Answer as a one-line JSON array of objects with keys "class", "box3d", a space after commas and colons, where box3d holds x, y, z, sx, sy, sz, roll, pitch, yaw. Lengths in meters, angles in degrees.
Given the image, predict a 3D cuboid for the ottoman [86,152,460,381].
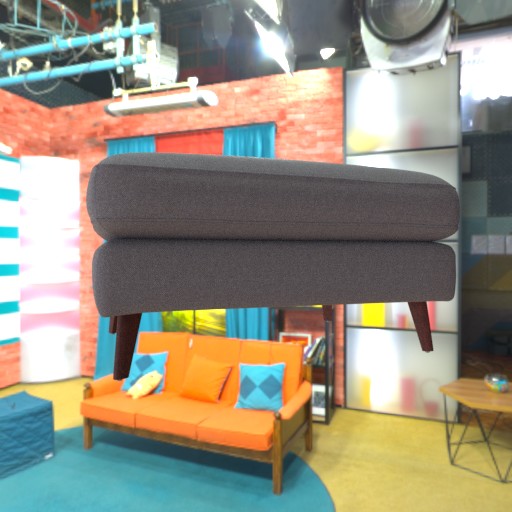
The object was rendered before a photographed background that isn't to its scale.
[{"class": "ottoman", "box3d": [0.000, 0.000, 1.147, 0.811, 0.449, 0.608, 0, 1, -19]}]
